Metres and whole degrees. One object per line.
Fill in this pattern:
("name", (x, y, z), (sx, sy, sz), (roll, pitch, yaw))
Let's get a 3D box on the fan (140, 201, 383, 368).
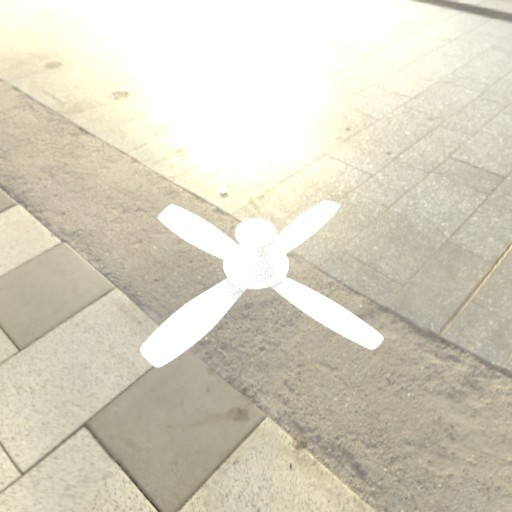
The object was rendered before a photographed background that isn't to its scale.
("fan", (0.000, 0.000, 2.626), (1.694, 0.382, 1.693), (31, 53, 27))
